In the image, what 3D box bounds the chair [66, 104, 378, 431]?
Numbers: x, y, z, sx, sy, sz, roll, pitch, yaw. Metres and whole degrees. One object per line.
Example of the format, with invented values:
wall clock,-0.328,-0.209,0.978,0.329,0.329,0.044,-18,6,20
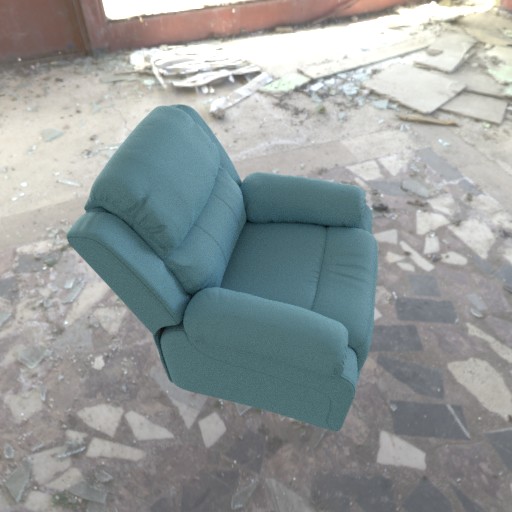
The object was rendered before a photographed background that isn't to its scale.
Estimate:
chair,0.000,0.000,1.271,0.709,0.702,0.680,10,47,10
